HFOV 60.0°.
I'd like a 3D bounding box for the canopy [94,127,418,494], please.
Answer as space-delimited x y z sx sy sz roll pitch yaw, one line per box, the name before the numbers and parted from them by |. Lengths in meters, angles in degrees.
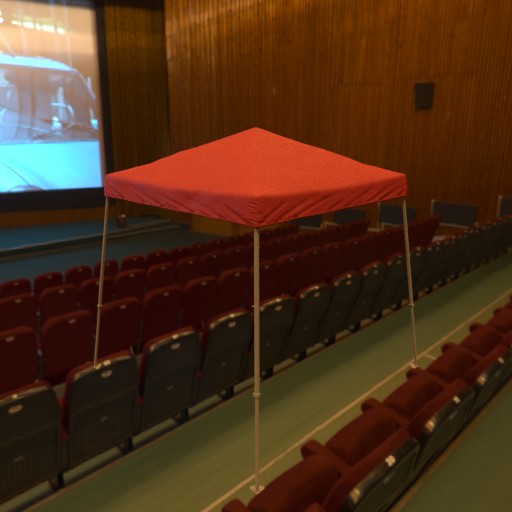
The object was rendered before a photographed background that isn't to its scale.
canopy | 0.000 0.000 6.462 3.599 3.600 3.600 15 22 43
